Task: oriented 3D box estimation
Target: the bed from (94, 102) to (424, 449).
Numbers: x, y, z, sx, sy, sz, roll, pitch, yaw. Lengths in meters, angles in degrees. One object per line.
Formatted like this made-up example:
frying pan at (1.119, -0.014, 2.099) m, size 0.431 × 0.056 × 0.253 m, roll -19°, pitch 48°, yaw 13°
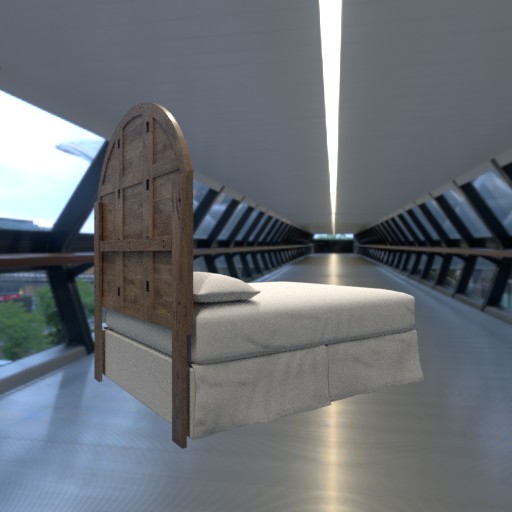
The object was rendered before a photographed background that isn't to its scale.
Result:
bed at (0.000, 0.000, 3.580) m, size 2.112 × 2.002 × 1.713 m, roll 0°, pitch 0°, yaw -36°
